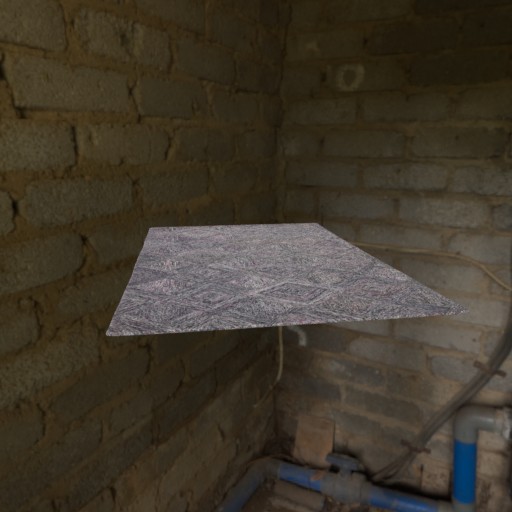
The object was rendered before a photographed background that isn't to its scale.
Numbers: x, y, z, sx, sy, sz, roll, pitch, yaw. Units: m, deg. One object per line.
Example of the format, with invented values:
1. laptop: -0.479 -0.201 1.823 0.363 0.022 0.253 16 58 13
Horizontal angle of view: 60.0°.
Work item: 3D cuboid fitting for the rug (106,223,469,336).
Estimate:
1. rug: 0.000 0.000 2.196 1.158 0.013 1.752 -2 14 -9
